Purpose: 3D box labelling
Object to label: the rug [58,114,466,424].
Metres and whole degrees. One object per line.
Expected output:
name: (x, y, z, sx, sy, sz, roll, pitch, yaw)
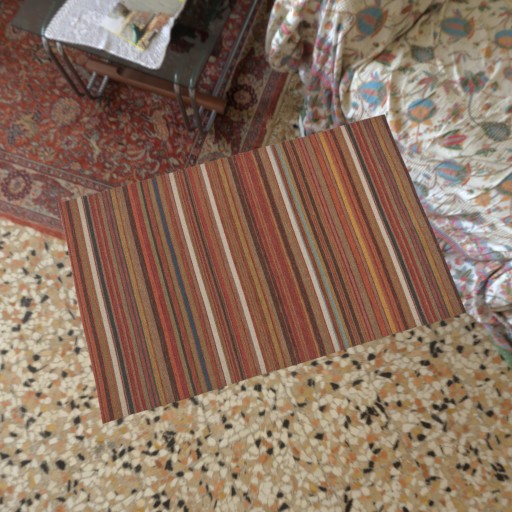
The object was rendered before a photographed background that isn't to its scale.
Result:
rug: (0.000, 0.000, 3.005, 2.438, 0.008, 1.523, -16, 77, -4)
